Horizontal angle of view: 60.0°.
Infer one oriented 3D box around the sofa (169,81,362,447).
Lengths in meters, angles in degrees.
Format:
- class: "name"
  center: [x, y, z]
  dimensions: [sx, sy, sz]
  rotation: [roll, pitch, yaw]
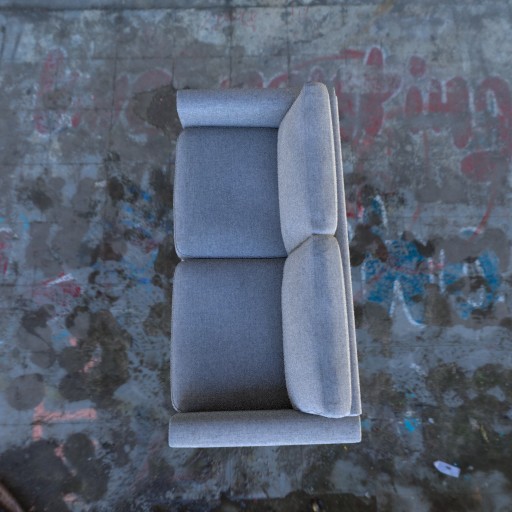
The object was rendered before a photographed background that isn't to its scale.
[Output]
- class: "sofa"
  center: [0.000, 0.000, 2.528]
  dimensions: [0.969, 0.892, 1.978]
  rotation: [-1, 76, 0]
